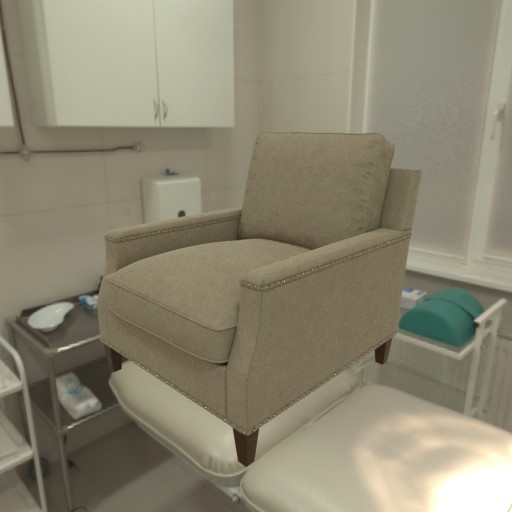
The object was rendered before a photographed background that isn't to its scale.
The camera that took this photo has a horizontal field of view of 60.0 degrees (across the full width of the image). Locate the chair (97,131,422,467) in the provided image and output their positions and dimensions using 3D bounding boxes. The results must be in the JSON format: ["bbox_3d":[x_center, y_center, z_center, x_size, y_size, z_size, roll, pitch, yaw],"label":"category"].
[{"bbox_3d":[0.000,0.000,1.753,0.853,0.943,1.014,15,22,42],"label":"chair"}]
